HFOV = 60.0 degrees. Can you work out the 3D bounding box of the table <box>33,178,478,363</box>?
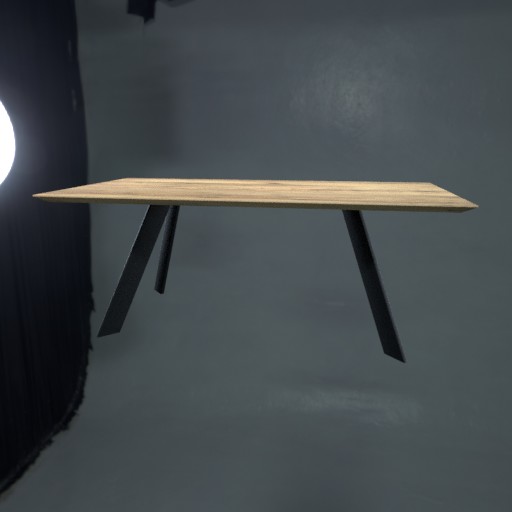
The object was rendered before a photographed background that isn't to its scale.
[{"bbox_3d":[0.000,0.000,2.530,2.000,0.770,1.000,3,15,10],"label":"table"}]
